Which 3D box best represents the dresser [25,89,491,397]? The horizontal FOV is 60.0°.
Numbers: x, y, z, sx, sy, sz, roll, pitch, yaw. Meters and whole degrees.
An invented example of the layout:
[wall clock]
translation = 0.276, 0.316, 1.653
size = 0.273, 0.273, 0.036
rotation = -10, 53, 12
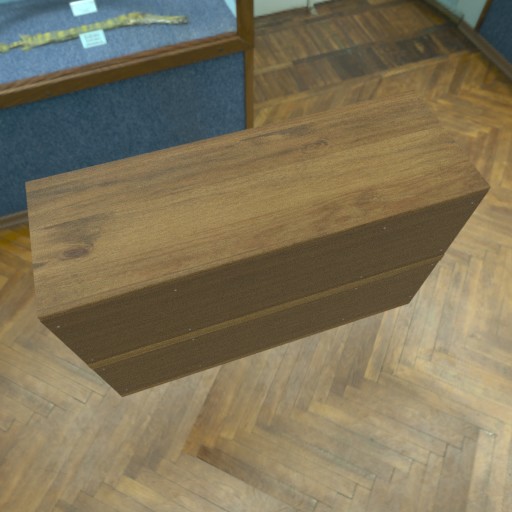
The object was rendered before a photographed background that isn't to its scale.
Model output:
[dresser]
translation = 0.000, 0.000, 1.625
size = 1.261, 0.825, 0.479
rotation = -16, 61, -9
